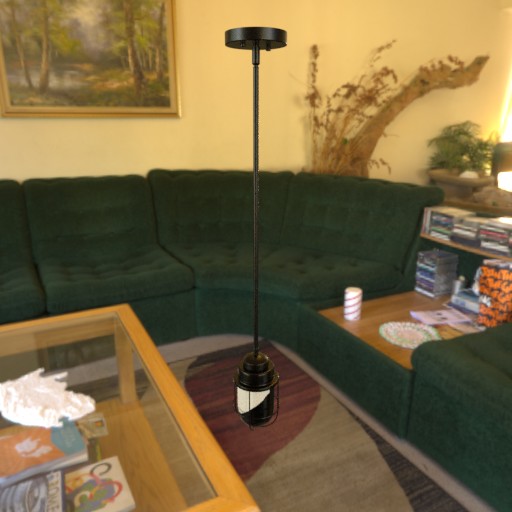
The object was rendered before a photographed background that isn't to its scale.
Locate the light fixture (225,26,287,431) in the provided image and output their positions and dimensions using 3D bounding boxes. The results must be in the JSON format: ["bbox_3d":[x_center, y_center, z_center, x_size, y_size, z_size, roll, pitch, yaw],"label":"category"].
[{"bbox_3d":[0.000,0.000,1.009,0.123,0.920,0.123,16,23,42],"label":"light fixture"}]
